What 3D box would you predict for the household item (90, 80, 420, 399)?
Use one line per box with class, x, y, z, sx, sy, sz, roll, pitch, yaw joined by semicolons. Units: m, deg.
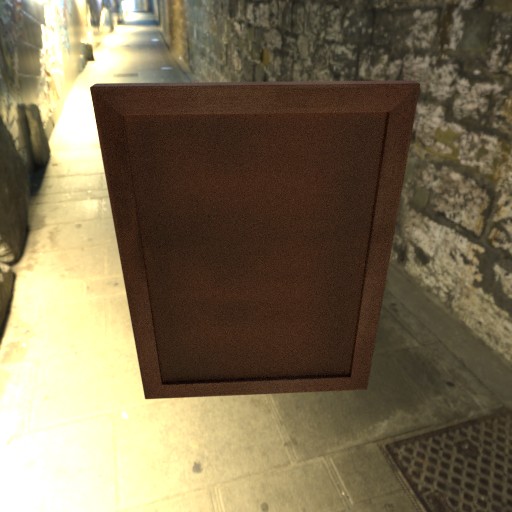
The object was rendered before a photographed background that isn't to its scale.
household item;0.000;0.000;0.544;0.310;0.407;0.067;-2;30;-3
